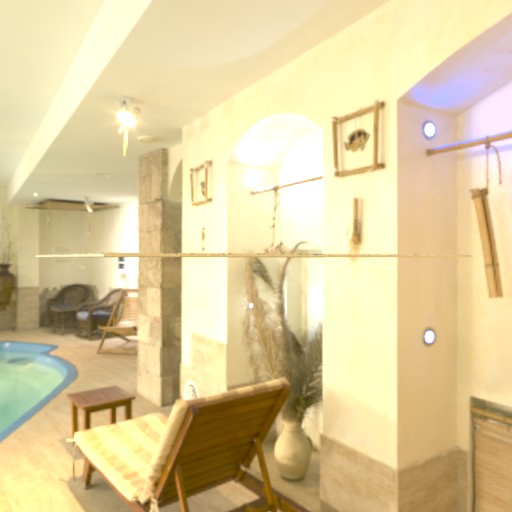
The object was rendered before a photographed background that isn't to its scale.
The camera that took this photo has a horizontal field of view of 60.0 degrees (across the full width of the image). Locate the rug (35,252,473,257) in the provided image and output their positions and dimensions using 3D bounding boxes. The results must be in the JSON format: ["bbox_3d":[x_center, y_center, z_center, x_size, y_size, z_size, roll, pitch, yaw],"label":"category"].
[{"bbox_3d":[0.000,0.000,3.329,2.746,0.018,1.819,0,0,-34],"label":"rug"}]
